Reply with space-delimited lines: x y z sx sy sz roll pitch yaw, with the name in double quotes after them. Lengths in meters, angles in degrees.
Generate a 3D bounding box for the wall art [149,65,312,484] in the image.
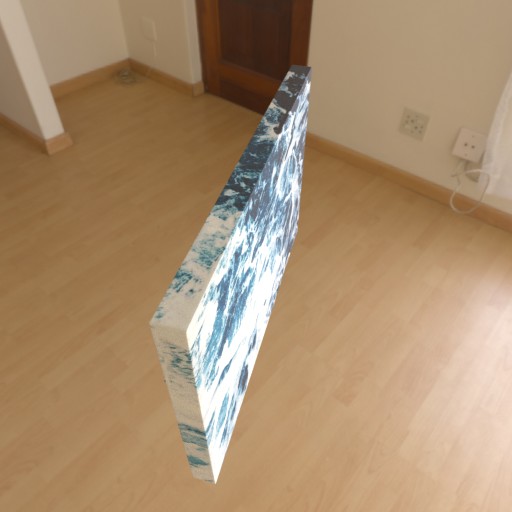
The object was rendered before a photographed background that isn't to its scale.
0.000 0.000 0.753 0.043 0.407 0.609 11 46 11 "wall art"
